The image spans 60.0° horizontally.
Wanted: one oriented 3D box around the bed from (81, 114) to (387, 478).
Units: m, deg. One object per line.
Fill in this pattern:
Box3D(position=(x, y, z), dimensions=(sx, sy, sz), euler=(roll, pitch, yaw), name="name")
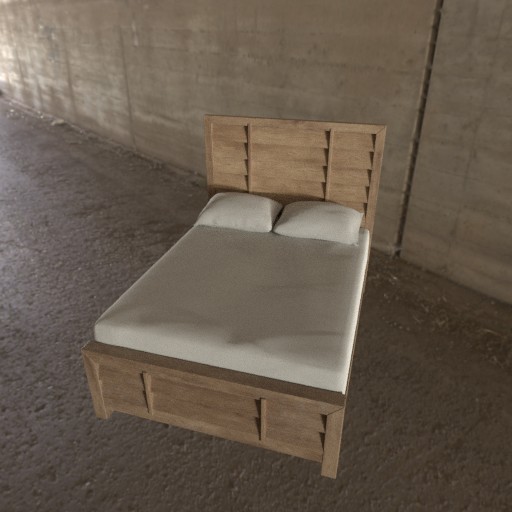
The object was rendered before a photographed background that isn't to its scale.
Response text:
Box3D(position=(0.000, 0.000, 3.357), dimensions=(1.626, 1.626, 2.197), euler=(8, 29, 15), name="bed")
